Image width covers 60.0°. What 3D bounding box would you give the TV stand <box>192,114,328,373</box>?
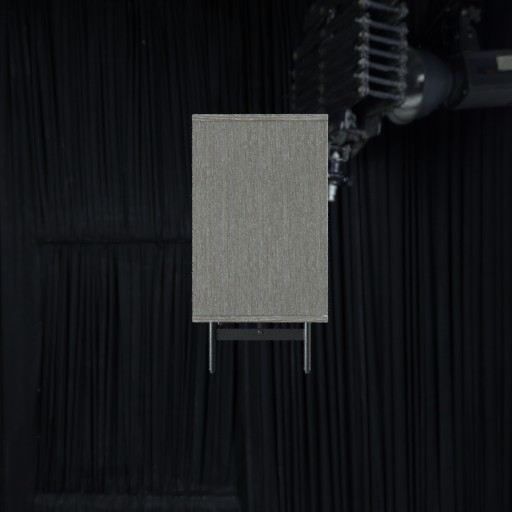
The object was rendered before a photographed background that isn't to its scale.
[{"bbox_3d":[0.000,0.000,2.125,0.405,0.787,1.804,0,0,0],"label":"TV stand"}]
